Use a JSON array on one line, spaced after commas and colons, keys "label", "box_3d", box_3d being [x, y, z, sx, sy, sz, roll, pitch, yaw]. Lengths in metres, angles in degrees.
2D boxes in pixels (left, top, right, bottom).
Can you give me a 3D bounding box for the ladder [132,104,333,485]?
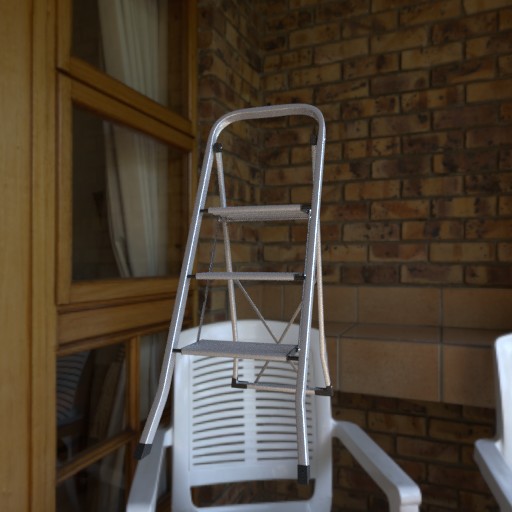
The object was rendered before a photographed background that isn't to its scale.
[{"label": "ladder", "box_3d": [0.000, 0.000, 1.435, 0.465, 1.070, 0.704, 0, 0, 17]}]
